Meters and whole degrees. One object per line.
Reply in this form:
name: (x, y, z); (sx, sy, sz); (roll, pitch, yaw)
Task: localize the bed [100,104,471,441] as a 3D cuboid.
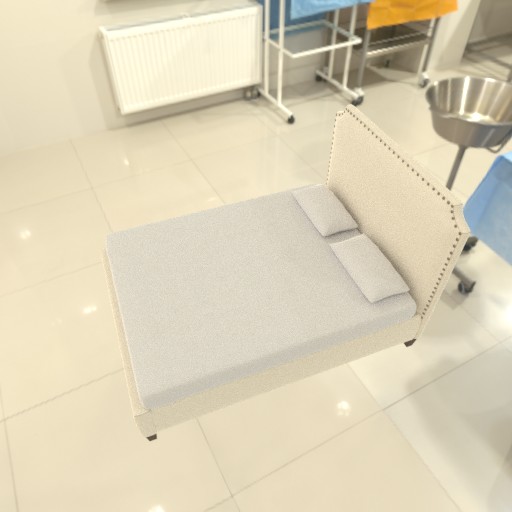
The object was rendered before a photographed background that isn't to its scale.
bed: (0.000, 0.000, 3.537); (2.372, 1.497, 1.712); (-16, 48, -15)
